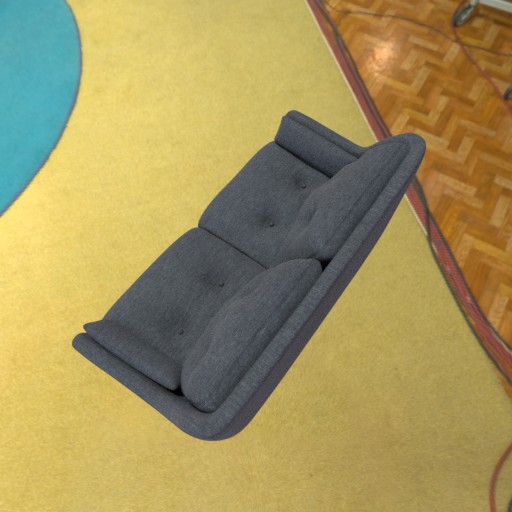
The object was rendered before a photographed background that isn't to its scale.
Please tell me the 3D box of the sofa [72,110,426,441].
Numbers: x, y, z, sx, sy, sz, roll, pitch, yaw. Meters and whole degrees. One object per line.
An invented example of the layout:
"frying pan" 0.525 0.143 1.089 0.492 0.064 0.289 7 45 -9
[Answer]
"sofa" 0.000 0.000 2.473 0.975 0.896 1.929 33 68 16
